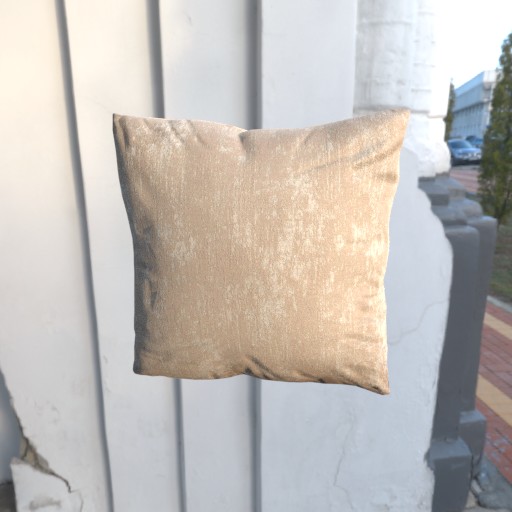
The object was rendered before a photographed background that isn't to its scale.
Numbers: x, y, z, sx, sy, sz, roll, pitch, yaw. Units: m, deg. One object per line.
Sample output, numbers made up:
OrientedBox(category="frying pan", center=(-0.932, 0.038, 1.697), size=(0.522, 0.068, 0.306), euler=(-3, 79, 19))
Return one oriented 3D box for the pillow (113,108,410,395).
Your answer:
OrientedBox(category="pillow", center=(0.000, 0.000, 0.715), size=(0.450, 0.448, 0.245), euler=(3, 15, 10))
